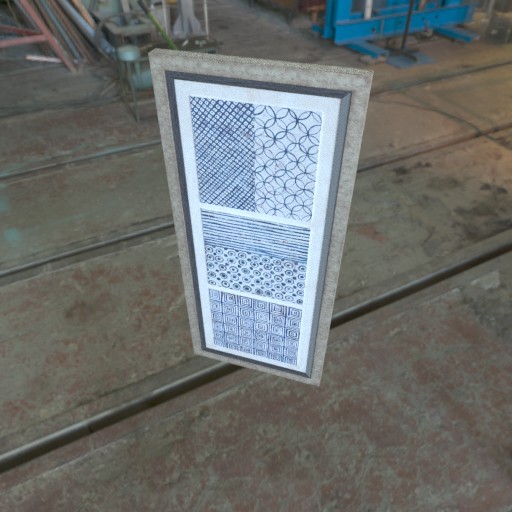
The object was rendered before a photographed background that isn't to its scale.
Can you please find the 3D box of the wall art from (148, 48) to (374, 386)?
[{"bbox_3d":[0.000,0.000,1.729,0.648,1.461,0.051,12,43,13],"label":"wall art"}]
